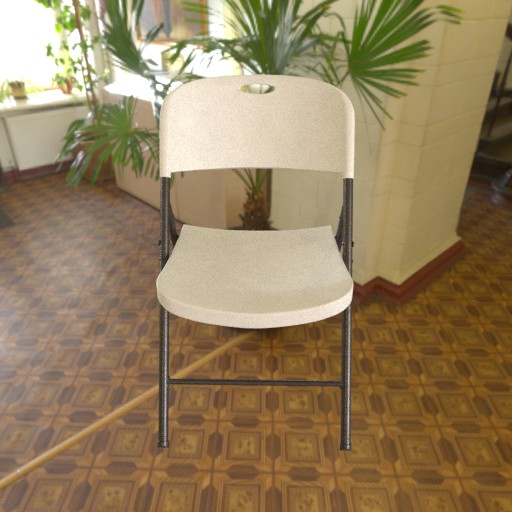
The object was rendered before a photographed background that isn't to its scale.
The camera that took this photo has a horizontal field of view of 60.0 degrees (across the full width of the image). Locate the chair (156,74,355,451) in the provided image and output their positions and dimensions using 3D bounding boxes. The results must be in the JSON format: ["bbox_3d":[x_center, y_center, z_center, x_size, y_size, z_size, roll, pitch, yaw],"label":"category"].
[{"bbox_3d":[0.000,0.000,1.157,0.494,0.810,0.566,1,30,1],"label":"chair"}]
